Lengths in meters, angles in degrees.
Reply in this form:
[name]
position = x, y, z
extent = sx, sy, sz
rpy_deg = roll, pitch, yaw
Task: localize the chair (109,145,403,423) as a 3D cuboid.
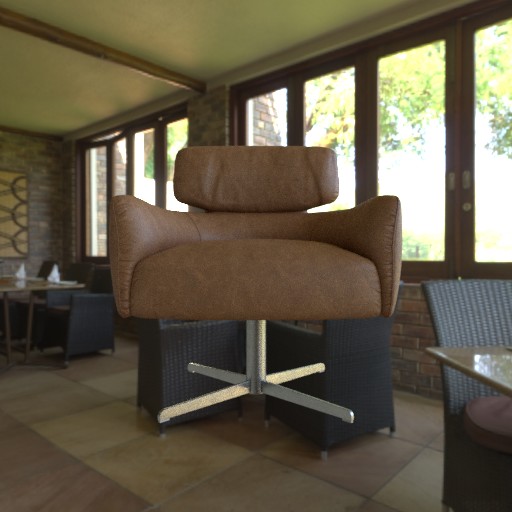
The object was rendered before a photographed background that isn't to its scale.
[chair]
position = 0.000, 0.000, 1.347
extent = 0.706, 0.812, 0.715
rpy_deg = 0, 1, 0
